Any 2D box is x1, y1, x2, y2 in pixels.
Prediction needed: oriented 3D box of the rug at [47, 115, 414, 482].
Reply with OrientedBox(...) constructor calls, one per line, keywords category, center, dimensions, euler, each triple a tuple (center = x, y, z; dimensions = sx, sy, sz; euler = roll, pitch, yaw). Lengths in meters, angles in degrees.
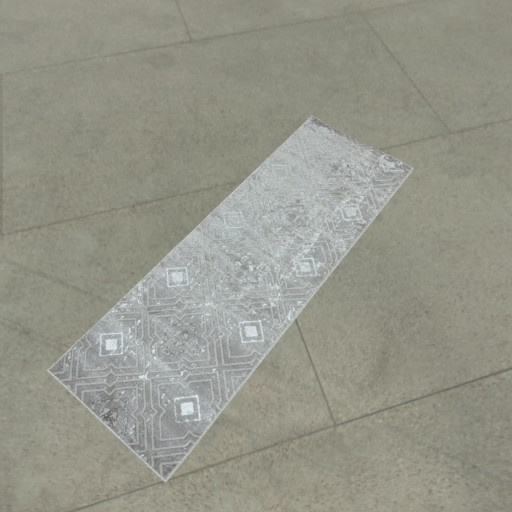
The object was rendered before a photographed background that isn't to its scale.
OrientedBox(category="rug", center=(0.000, 0.000, 2.606), dimensions=(0.832, 0.035, 2.381), euler=(34, 64, 19))
